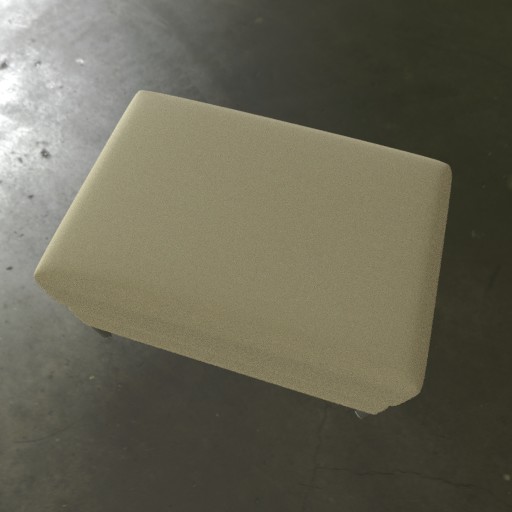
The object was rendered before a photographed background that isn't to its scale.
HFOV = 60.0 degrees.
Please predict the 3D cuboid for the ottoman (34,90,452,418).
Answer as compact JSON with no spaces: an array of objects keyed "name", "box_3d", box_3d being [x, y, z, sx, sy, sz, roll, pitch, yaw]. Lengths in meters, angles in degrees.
[{"name":"ottoman","box_3d":[0.000,0.000,1.178,0.835,0.497,0.581,15,65,7]}]
